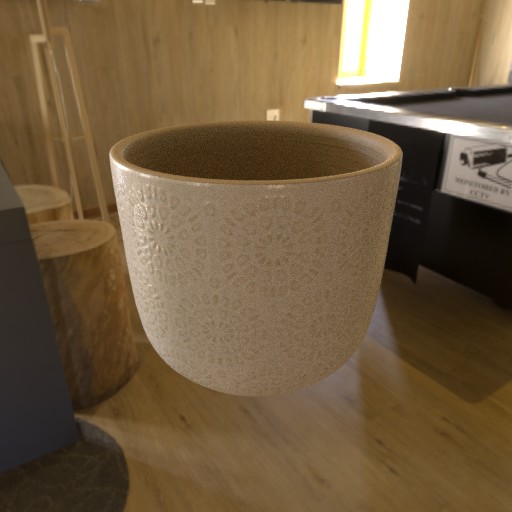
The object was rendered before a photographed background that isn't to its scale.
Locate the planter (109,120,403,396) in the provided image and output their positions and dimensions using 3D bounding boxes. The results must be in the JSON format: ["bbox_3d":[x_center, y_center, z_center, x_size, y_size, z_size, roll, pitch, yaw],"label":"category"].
[{"bbox_3d":[0.000,0.000,0.300,0.170,0.152,0.170,0,26,0],"label":"planter"}]
